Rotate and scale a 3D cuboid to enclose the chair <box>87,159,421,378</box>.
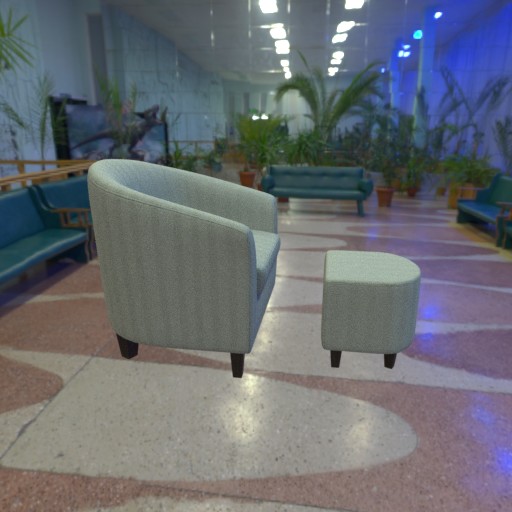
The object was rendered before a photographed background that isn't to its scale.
[{"bbox_3d":[0.000,0.000,1.807,1.288,0.757,0.756,3,16,9],"label":"chair"}]
